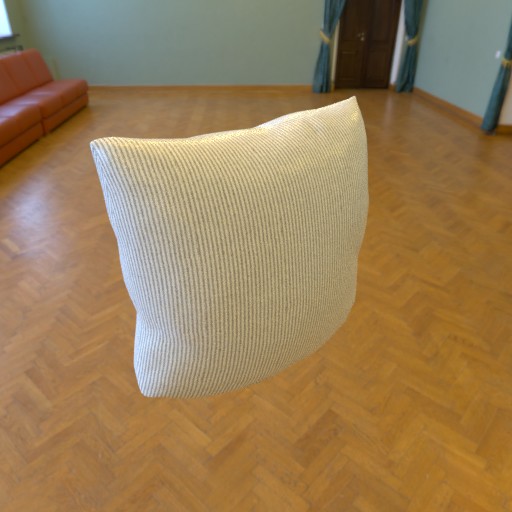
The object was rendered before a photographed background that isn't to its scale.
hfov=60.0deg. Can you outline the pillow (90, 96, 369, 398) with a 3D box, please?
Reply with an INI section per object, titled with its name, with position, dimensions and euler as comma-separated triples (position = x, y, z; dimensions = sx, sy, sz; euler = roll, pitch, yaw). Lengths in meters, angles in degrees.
[pillow]
position = 0.000, 0.000, 0.697
dimensions = 0.387, 0.432, 0.310
euler = -2, 30, -3
